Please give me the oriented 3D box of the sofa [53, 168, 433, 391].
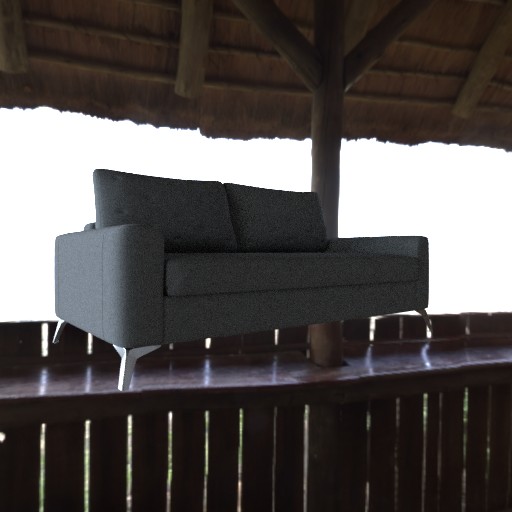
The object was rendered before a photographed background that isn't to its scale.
[{"bbox_3d":[0.000,0.000,2.139,1.650,0.790,0.920,0,1,-37],"label":"sofa"}]
